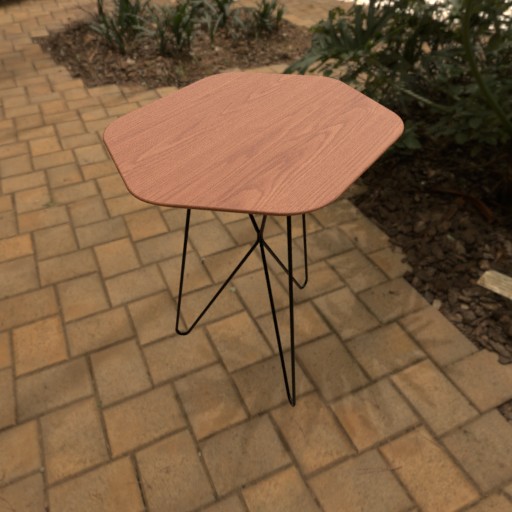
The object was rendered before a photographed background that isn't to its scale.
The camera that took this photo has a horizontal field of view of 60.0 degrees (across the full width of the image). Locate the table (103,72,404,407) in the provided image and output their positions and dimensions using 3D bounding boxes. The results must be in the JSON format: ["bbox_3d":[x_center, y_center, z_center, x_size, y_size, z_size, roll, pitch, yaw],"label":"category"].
[{"bbox_3d":[0.000,0.000,0.894,0.400,0.562,0.500,26,48,26],"label":"table"}]
